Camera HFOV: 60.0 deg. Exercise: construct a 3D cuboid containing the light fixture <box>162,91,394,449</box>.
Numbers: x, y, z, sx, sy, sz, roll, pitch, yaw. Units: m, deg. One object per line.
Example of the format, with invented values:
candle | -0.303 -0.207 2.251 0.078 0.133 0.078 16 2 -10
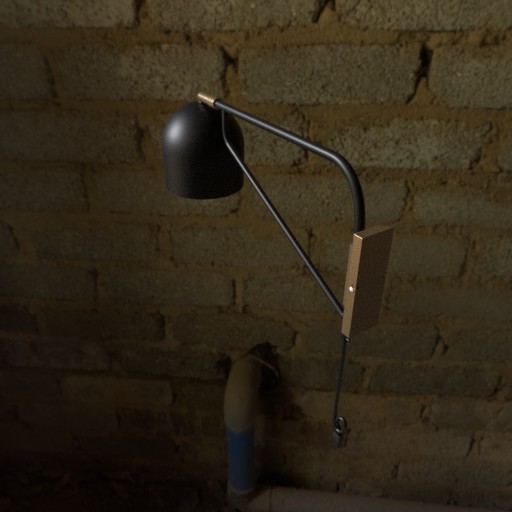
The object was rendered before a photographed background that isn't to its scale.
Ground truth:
light fixture | 0.000 0.000 1.084 0.215 0.696 0.720 -18 35 -28
